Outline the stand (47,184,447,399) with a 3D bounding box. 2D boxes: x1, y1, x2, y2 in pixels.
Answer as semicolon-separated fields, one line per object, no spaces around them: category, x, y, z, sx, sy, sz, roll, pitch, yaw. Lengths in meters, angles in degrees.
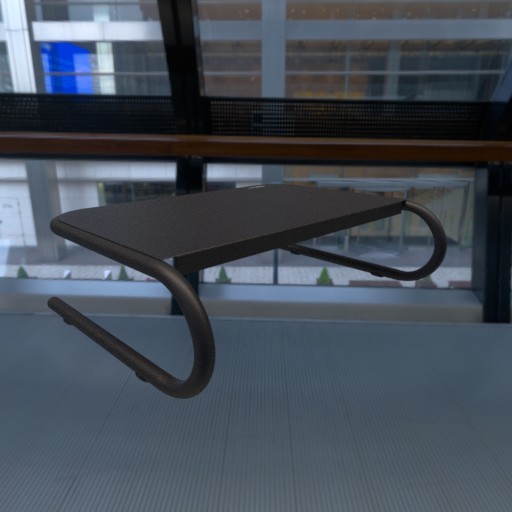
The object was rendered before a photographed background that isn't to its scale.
stand;0.000;0.000;0.500;0.370;0.108;0.280;-16;23;-42
